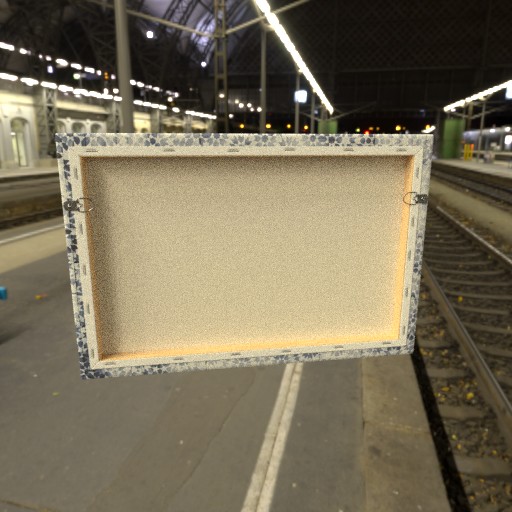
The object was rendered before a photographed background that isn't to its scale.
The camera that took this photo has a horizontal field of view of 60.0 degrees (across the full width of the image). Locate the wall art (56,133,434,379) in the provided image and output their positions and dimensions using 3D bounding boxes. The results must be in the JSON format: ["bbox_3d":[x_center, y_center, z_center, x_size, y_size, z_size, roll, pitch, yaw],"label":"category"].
[{"bbox_3d":[0.000,0.000,0.765,0.608,0.406,0.030,-2,14,-9],"label":"wall art"}]
